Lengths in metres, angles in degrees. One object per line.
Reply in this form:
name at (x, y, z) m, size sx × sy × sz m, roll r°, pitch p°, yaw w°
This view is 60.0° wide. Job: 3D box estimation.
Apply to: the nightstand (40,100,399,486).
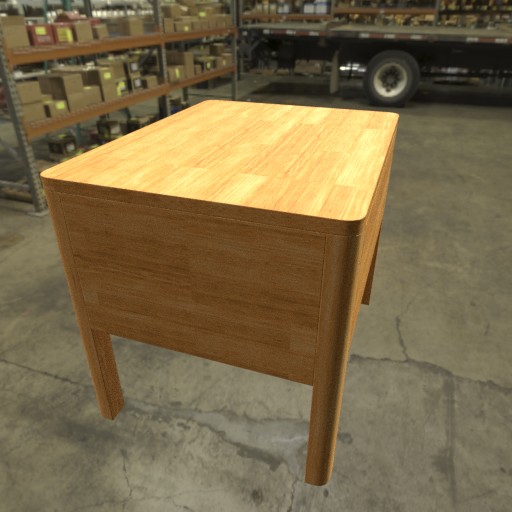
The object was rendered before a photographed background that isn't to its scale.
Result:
nightstand at (0.000, 0.000, 0.880) m, size 0.440 × 0.470 × 0.560 m, roll 10°, pitch 31°, yaw 17°
